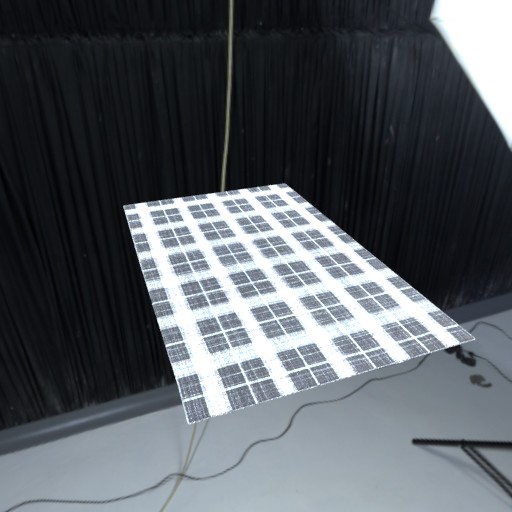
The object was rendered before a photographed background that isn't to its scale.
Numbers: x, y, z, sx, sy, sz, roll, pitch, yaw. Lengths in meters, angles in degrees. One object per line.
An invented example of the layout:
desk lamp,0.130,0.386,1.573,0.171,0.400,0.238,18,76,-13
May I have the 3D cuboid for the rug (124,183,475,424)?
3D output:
rug,0.000,0.000,3.045,1.520,0.015,2.434,-11,31,-18
